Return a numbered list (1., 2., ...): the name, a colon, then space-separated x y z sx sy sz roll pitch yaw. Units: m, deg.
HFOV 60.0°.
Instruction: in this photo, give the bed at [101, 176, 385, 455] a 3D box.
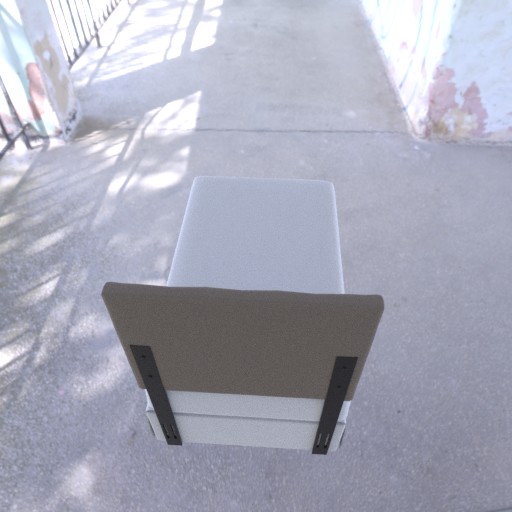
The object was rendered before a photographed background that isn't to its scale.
1. bed: 0.000 0.000 2.982 1.261 1.571 1.997 3 47 2
